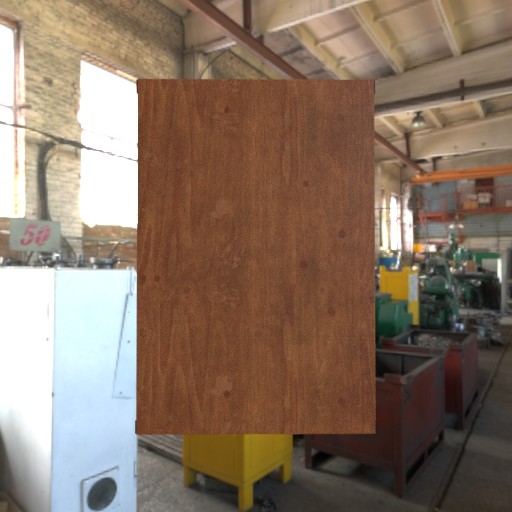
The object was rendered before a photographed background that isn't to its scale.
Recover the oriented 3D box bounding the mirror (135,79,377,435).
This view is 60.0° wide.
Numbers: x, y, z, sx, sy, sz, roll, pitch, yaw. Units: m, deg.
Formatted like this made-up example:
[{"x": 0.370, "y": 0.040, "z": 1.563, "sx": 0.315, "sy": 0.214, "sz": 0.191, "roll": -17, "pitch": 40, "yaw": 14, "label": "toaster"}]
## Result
[{"x": 0.000, "y": 0.000, "z": 0.976, "sx": 0.517, "sy": 0.761, "sz": 0.053, "roll": 0, "pitch": -1, "yaw": -1, "label": "mirror"}]
